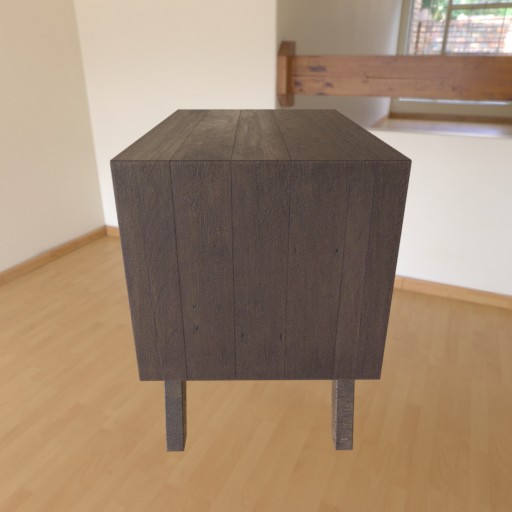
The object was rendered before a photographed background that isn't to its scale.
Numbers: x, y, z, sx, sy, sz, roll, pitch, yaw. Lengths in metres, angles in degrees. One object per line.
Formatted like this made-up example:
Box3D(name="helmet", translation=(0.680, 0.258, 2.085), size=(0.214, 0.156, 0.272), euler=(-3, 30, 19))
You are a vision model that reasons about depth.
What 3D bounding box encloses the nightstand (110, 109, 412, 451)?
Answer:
Box3D(name="nightstand", translation=(0.000, 0.000, 1.059), size=(0.450, 0.599, 0.650), euler=(0, 24, 0))
